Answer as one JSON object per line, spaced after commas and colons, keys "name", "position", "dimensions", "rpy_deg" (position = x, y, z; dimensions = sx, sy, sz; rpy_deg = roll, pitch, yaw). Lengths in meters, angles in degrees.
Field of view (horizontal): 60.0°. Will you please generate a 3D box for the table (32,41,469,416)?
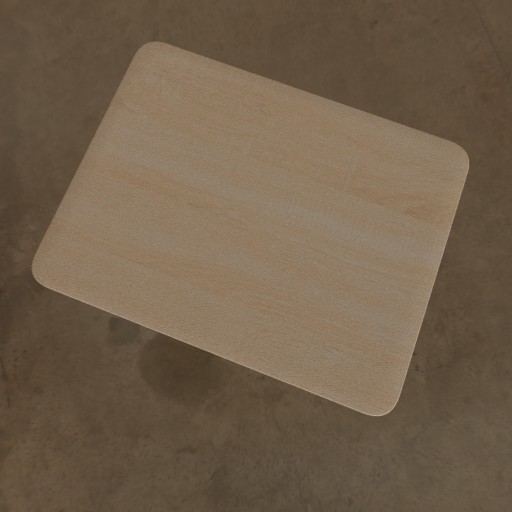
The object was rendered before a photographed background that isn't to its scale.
{"name": "table", "position": [0.000, 0.000, 0.839], "dimensions": [0.480, 0.550, 0.370], "rpy_deg": [21, 79, 4]}
